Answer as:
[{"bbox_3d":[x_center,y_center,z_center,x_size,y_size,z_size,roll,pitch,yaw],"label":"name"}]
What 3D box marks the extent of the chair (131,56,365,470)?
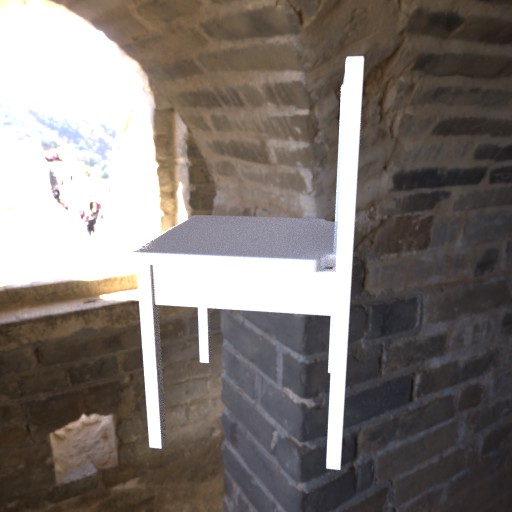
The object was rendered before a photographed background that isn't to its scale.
[{"bbox_3d":[0.000,0.000,0.882,0.361,0.668,0.367,2,15,9],"label":"chair"}]
